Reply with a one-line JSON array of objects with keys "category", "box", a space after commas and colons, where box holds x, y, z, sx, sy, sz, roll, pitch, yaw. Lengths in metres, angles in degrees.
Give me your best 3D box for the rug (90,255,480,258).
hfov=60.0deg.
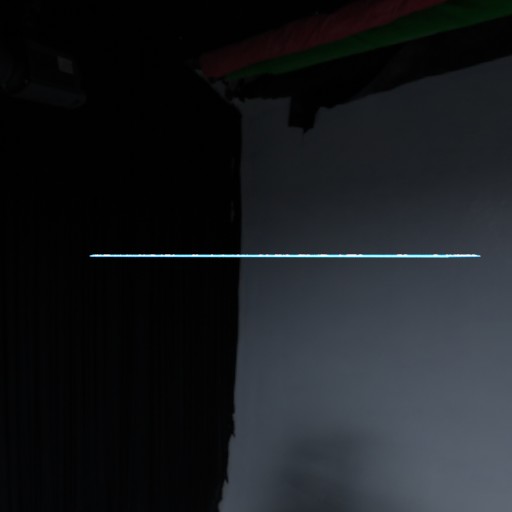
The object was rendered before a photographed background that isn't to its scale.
[{"category": "rug", "box": [0.000, 0.000, 2.514, 2.196, 0.011, 0.662, 0, 0, 36]}]
